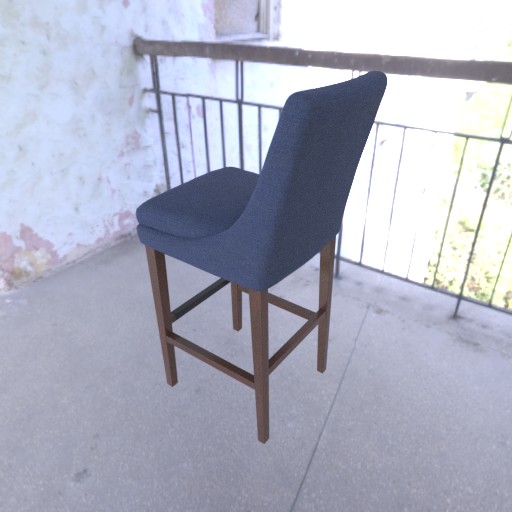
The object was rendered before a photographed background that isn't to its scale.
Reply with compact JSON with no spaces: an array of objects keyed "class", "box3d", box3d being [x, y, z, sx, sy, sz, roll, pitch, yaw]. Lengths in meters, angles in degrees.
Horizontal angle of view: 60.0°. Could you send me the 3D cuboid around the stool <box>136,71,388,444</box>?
[{"class":"stool","box3d":[0.000,0.000,1.387,0.577,1.078,0.470,20,36,31]}]
